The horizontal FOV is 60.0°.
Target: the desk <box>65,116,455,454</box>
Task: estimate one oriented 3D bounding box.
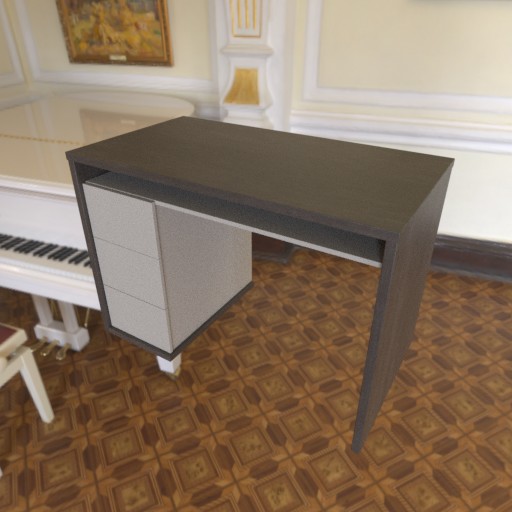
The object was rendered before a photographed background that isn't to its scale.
[{"bbox_3d":[0.000,0.000,1.610,1.100,0.750,0.600,17,34,27],"label":"desk"}]
